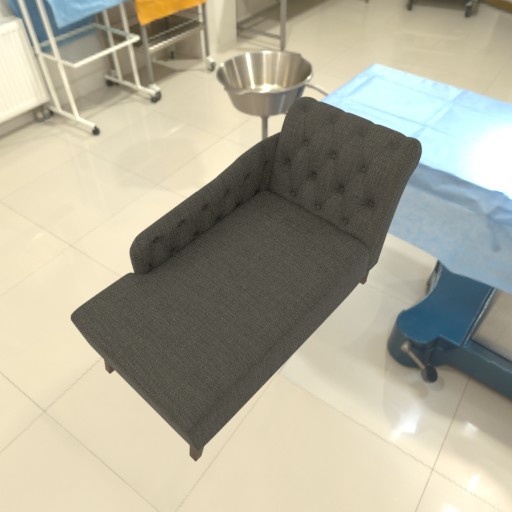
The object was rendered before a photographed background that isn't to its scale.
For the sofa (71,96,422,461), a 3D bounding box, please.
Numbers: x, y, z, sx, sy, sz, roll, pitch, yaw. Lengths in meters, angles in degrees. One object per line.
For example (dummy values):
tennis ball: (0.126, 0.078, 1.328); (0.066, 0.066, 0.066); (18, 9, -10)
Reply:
sofa: (0.000, 0.000, 1.847); (0.675, 0.787, 1.379); (33, 55, 28)
